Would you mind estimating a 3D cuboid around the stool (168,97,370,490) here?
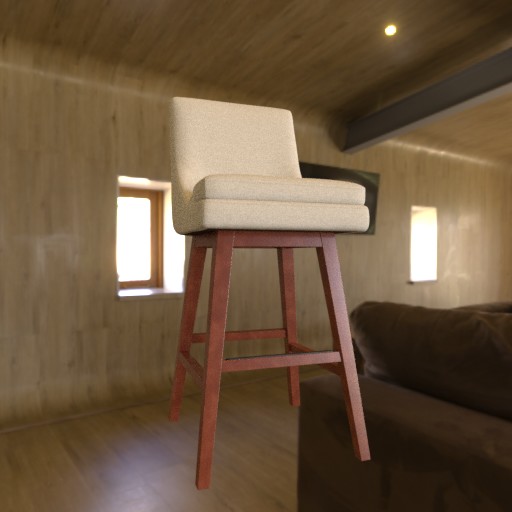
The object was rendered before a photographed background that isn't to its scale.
[{"bbox_3d":[0.000,0.000,1.354,0.470,1.092,0.559,0,0,-19],"label":"stool"}]
